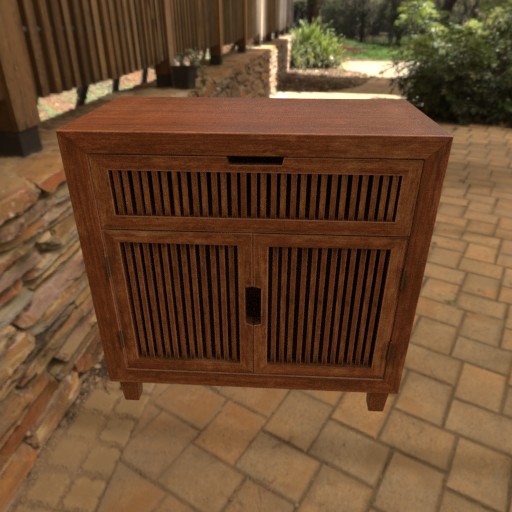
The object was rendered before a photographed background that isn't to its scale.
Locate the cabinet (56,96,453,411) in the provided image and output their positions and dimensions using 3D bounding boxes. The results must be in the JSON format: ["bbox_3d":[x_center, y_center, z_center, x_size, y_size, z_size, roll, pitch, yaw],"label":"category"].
[{"bbox_3d":[0.000,0.000,1.249,0.796,0.785,0.412,2,29,3],"label":"cabinet"}]
